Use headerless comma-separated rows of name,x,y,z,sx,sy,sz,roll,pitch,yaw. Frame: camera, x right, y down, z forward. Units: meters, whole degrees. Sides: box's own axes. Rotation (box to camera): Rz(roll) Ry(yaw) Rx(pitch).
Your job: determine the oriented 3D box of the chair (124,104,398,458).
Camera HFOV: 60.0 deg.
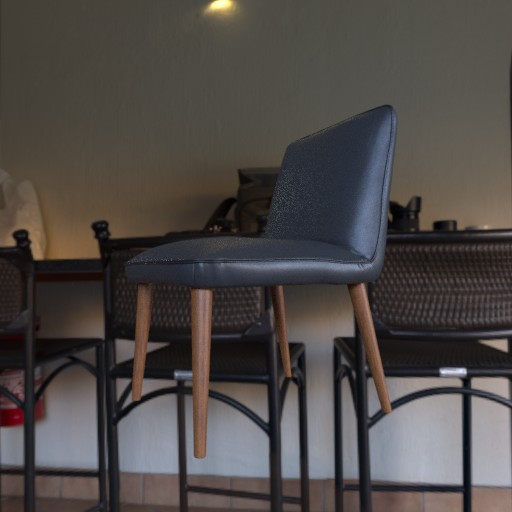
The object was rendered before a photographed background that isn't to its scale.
chair,0.000,0.000,1.201,0.645,0.801,0.543,1,-2,-36
